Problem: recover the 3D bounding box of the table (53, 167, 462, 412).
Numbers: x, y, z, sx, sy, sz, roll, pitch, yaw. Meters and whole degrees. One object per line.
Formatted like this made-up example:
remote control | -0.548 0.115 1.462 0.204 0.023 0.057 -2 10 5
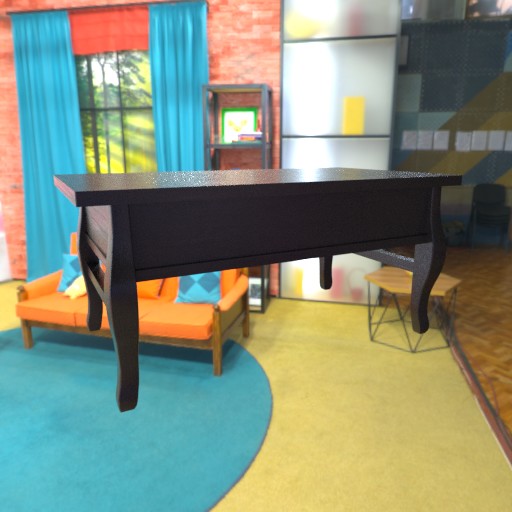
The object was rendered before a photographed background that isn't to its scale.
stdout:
table | 0.000 0.000 1.371 1.062 0.494 0.600 -7 15 -27
